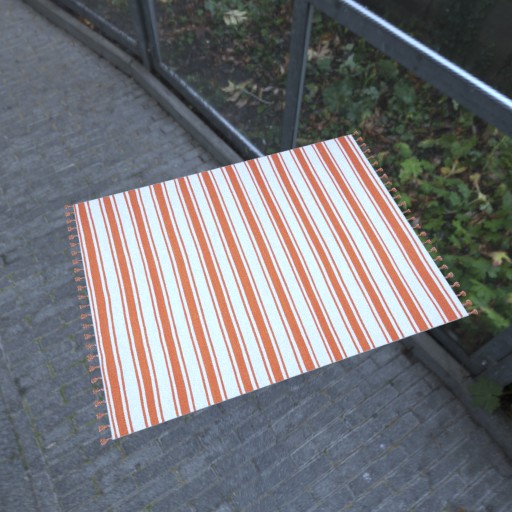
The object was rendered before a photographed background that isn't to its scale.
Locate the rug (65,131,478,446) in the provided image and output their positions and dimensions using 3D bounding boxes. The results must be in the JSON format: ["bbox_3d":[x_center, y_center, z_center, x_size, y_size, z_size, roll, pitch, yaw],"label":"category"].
[{"bbox_3d":[0.000,0.000,4.282,3.369,0.035,2.451,-16,60,-10],"label":"rug"}]
